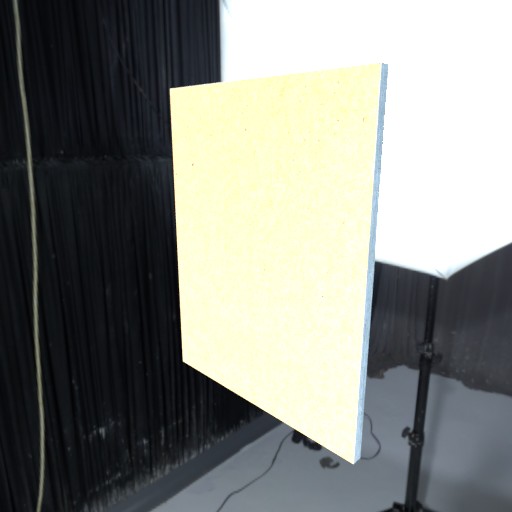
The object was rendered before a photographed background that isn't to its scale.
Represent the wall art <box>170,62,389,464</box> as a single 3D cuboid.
[{"bbox_3d":[0.000,0.000,0.821,0.020,0.613,0.481,-14,21,-42],"label":"wall art"}]
